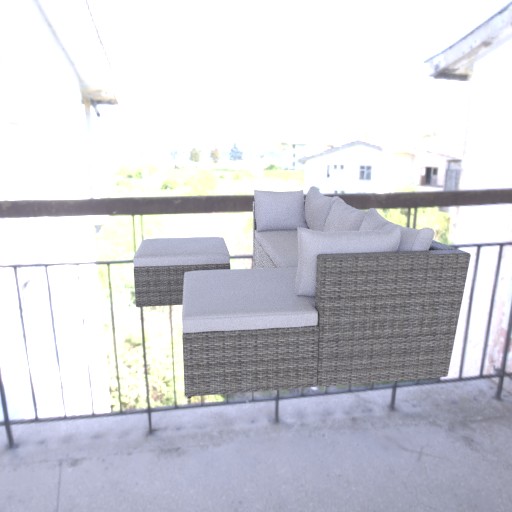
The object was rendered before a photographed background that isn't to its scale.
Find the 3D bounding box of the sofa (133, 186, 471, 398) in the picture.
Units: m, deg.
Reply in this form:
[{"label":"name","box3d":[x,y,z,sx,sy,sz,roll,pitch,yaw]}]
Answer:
[{"label":"sofa","box3d":[0.000,0.000,3.005,1.662,0.766,2.192,-2,14,-8]}]
